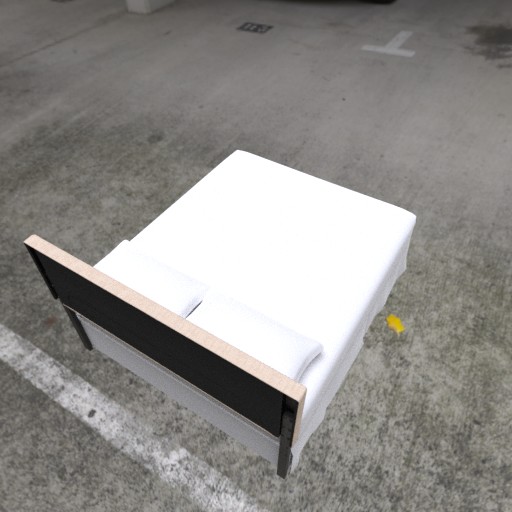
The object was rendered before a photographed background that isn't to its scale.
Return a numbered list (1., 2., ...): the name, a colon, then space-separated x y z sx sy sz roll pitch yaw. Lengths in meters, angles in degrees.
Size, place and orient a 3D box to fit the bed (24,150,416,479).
1. bed: 0.000 0.000 2.841 1.616 1.016 1.876 25 52 21
